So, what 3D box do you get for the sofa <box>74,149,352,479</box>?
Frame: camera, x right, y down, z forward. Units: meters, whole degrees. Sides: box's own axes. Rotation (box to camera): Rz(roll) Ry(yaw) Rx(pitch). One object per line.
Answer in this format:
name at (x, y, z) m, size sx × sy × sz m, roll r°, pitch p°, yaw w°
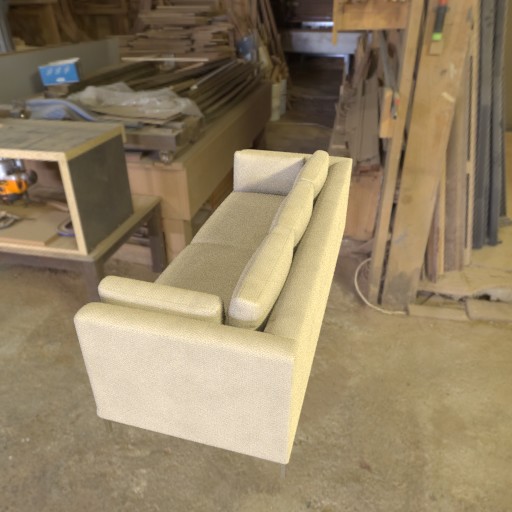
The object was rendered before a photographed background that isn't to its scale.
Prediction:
sofa at (0.000, 0.000, 2.906) m, size 0.969 × 0.867 × 2.415 m, roll 8°, pitch 32°, yaw 13°
